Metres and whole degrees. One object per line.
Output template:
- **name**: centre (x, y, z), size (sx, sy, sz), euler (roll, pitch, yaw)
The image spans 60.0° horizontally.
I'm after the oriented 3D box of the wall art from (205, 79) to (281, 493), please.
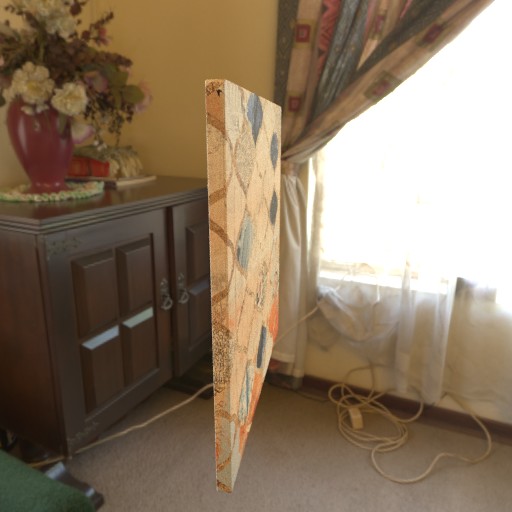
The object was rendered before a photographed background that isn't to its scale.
- **wall art**: centre (0.000, 0.000, 1.355), size (0.039, 0.914, 0.912), euler (3, 16, 9)
